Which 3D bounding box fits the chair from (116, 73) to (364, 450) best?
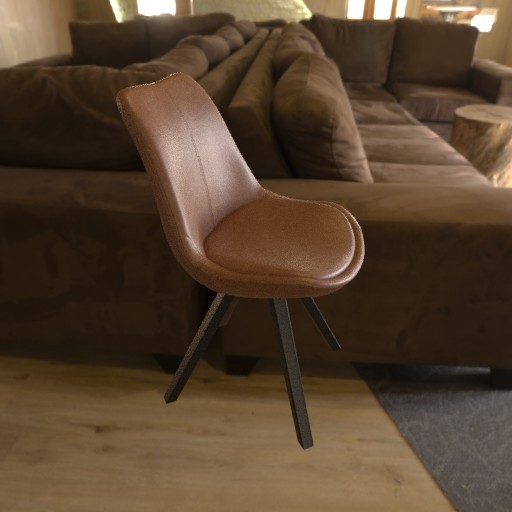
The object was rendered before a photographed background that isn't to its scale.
[{"bbox_3d":[0.000,0.000,1.173,0.550,0.850,0.475,10,32,17],"label":"chair"}]
